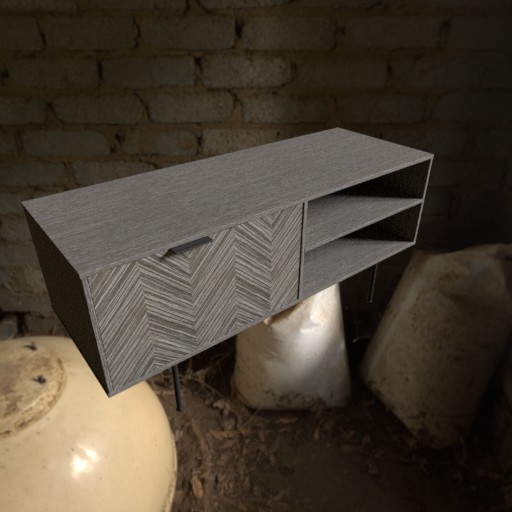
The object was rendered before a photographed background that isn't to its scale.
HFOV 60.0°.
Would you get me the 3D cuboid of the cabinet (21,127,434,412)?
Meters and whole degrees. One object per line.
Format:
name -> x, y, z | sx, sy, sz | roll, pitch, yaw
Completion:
cabinet -> 0.000, 0.000, 1.582 | 1.300, 0.599, 0.500 | -22, 37, -32
